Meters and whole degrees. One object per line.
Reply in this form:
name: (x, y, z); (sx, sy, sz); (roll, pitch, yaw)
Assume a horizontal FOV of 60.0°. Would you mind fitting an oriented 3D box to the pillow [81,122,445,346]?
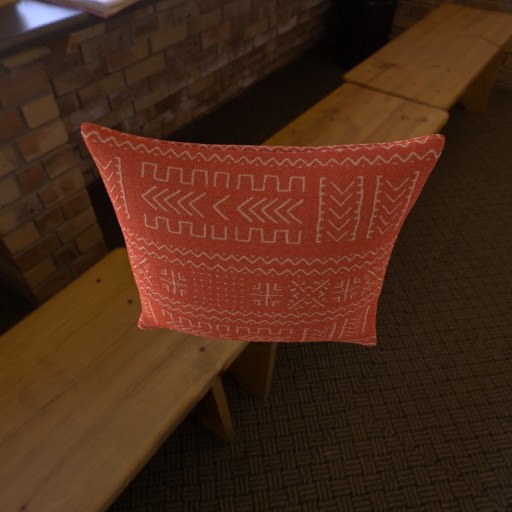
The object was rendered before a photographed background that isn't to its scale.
pillow: (0.000, 0.000, 0.670); (0.438, 0.429, 0.164); (3, 46, 3)
